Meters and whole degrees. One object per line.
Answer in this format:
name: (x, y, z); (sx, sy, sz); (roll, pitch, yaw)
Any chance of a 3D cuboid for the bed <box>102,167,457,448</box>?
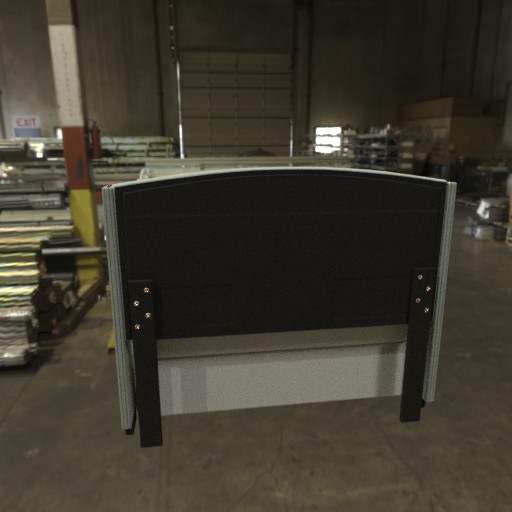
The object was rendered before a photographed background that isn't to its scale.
bed: (0.000, 0.000, 3.281); (1.710, 1.407, 2.237); (-2, 15, -8)
